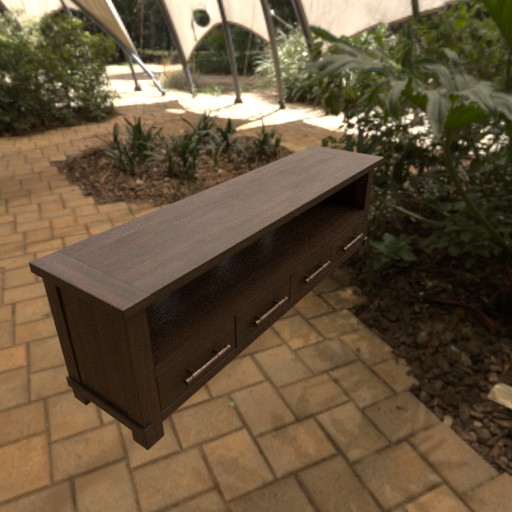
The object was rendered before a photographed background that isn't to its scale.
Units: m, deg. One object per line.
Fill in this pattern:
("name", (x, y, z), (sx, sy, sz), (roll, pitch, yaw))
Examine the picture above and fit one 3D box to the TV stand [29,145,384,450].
("TV stand", (0.000, 0.000, 2.116), (0.471, 0.615, 1.866), (19, 33, 31))
